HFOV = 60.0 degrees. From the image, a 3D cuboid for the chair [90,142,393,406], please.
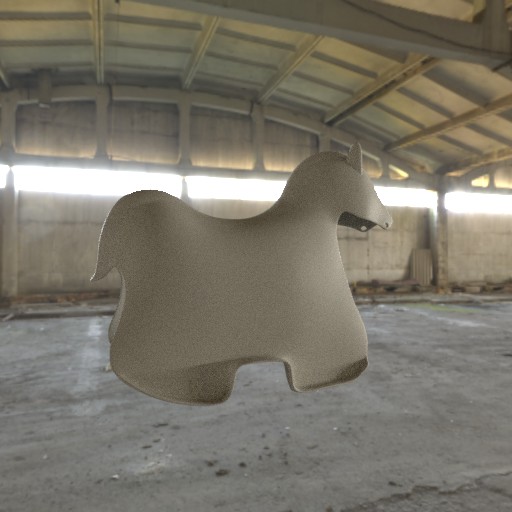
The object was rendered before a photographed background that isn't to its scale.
[{"bbox_3d":[0.000,0.000,1.142,0.800,0.612,0.429,0,-1,-19],"label":"chair"}]
